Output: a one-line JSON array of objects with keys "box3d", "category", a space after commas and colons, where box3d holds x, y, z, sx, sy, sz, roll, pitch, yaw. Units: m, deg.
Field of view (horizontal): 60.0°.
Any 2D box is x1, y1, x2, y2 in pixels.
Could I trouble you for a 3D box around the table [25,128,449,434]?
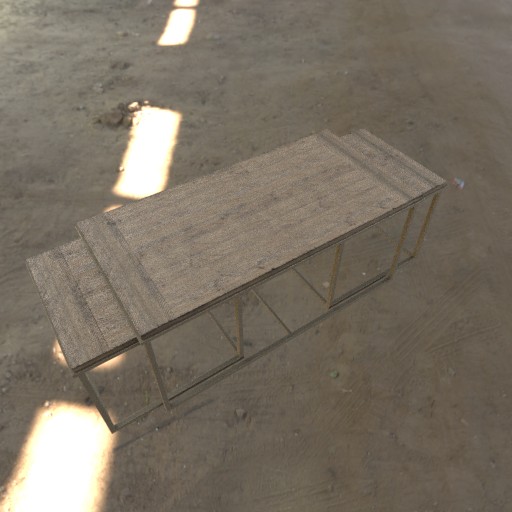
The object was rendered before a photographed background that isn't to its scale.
[{"box3d": [0.000, 0.000, 1.522, 1.312, 0.427, 0.489, -26, 51, -22], "category": "table"}]
